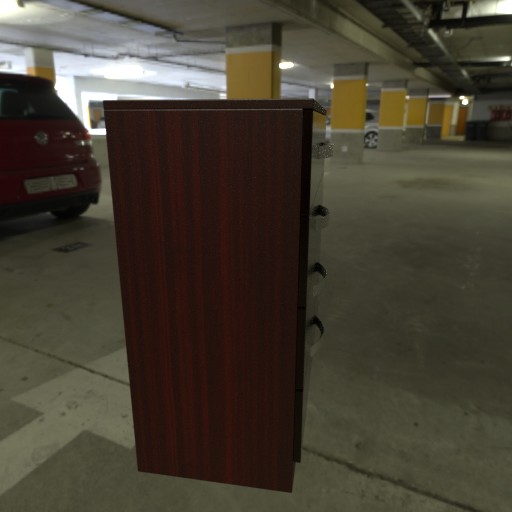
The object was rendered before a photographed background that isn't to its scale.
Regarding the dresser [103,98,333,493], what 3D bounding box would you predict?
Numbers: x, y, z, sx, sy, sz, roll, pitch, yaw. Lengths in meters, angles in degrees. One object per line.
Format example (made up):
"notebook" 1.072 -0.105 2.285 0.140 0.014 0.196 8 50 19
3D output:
"dresser" 0.000 0.000 1.128 0.360 0.720 0.750 3 17 10
